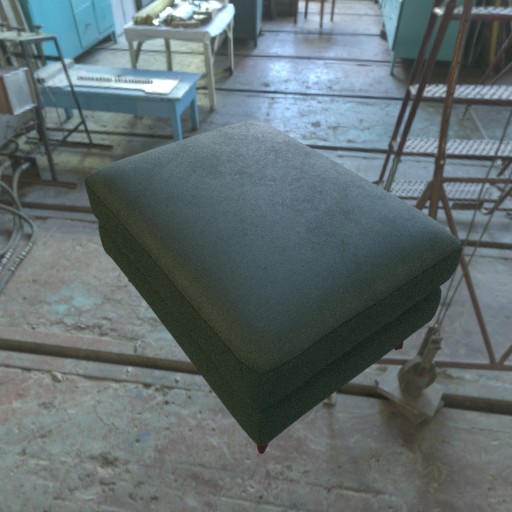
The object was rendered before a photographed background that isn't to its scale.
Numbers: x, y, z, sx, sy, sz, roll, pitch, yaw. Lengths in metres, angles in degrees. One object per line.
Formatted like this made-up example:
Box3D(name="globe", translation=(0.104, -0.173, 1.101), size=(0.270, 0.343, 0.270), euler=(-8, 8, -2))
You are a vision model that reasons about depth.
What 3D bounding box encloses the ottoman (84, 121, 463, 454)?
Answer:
Box3D(name="ottoman", translation=(0.000, 0.000, 1.186), size=(0.608, 0.449, 0.811), euler=(-26, 48, -27))
